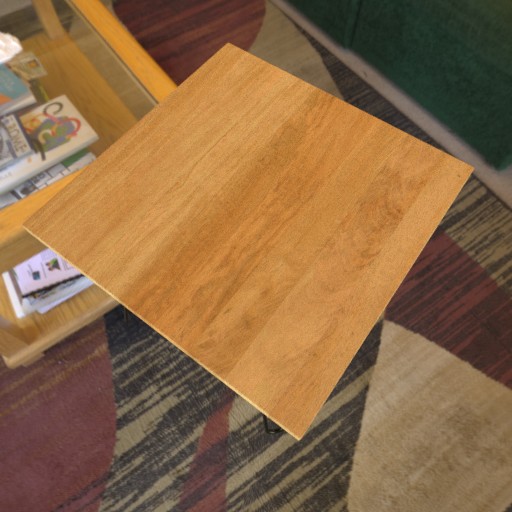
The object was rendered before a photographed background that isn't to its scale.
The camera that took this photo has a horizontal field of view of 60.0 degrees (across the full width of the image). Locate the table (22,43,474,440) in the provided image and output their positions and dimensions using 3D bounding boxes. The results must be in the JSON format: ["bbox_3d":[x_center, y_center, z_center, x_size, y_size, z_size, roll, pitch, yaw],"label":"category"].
[{"bbox_3d":[0.000,0.000,1.041,0.599,0.500,0.599,33,68,16],"label":"table"}]
